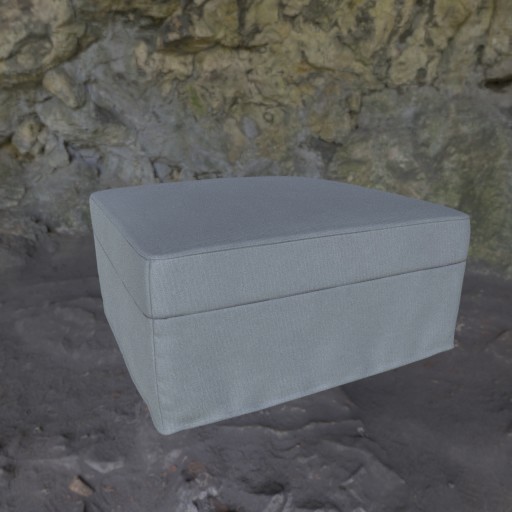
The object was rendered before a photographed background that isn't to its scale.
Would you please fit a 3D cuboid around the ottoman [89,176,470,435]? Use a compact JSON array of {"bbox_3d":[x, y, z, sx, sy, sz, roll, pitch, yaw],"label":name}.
[{"bbox_3d":[0.000,0.000,1.331,0.843,0.441,0.842,-8,19,-25],"label":"ottoman"}]
